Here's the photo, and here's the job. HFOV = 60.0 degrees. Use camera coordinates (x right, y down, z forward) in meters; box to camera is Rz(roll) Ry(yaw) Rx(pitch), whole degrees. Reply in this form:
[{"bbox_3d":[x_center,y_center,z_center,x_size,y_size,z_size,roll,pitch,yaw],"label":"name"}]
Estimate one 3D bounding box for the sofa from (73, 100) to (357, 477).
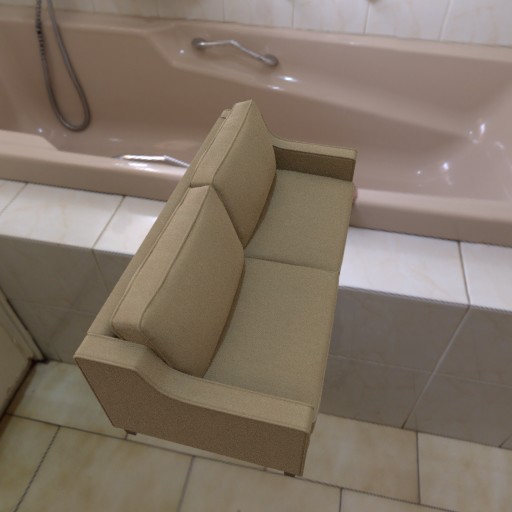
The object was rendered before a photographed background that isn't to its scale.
[{"bbox_3d":[0.000,0.000,2.764,1.066,1.071,2.178,10,47,10],"label":"sofa"}]
